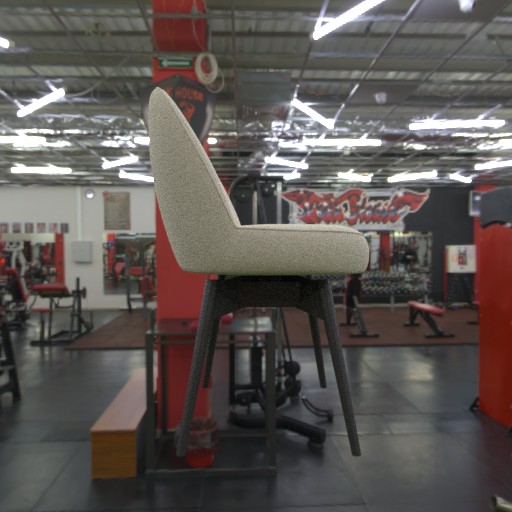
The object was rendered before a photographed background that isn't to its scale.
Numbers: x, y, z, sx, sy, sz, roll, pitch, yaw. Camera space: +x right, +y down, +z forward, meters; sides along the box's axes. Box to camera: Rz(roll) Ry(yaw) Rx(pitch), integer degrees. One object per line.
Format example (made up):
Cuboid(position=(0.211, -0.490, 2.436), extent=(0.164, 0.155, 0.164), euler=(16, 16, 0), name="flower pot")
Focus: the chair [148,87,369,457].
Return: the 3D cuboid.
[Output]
Cuboid(position=(0.000, 0.000, 1.165), extent=(0.540, 0.838, 0.532), euler=(0, 1, 0), name="chair")
